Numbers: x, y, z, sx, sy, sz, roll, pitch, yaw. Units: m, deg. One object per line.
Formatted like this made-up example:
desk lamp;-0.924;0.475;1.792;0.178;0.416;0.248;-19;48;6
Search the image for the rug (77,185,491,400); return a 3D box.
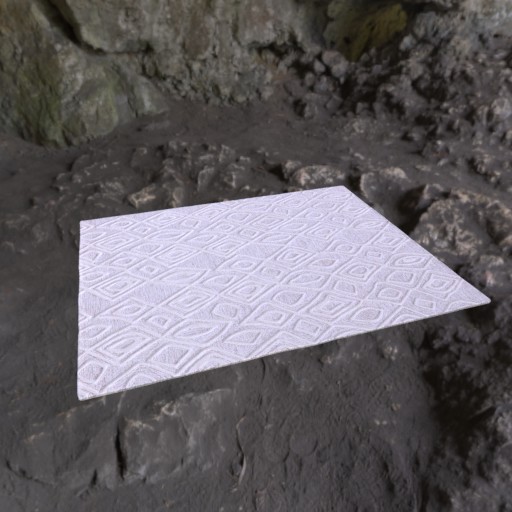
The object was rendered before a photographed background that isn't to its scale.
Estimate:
rug;0.000;0.000;4.012;3.049;0.025;2.449;-10;33;-16
